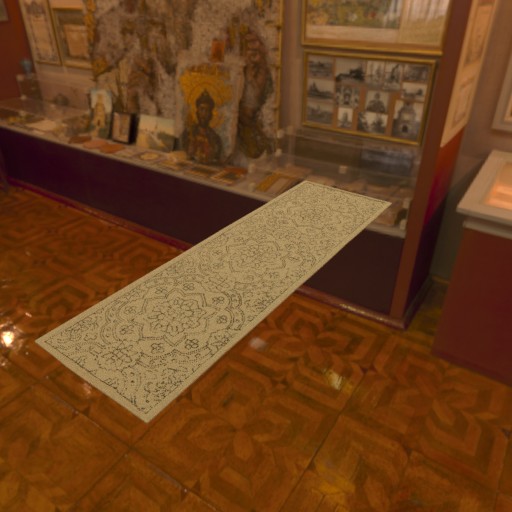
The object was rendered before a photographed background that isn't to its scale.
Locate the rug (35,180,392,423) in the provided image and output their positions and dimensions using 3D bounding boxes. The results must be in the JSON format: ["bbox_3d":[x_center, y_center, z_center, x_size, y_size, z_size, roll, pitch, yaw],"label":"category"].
[{"bbox_3d":[0.000,0.000,2.700,0.769,0.012,2.448,21,37,30],"label":"rug"}]
